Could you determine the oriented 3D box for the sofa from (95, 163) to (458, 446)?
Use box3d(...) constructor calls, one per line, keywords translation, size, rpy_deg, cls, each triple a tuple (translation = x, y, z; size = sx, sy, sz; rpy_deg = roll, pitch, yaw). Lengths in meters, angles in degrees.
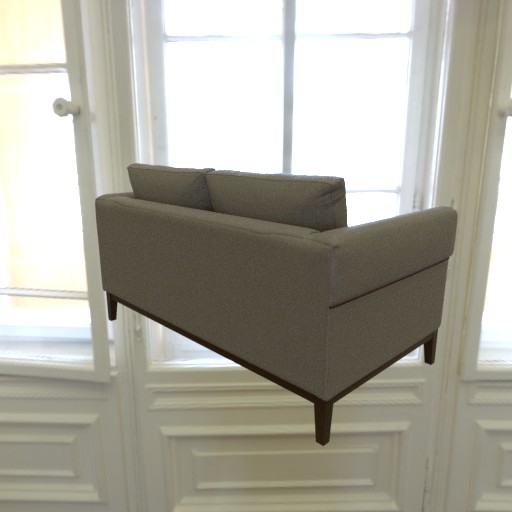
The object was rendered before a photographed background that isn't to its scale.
box3d(translation=(0.000, 0.000, 2.185), size=(0.899, 0.873, 1.598), rpy_deg=(-13, 20, -43), cls="sofa")
